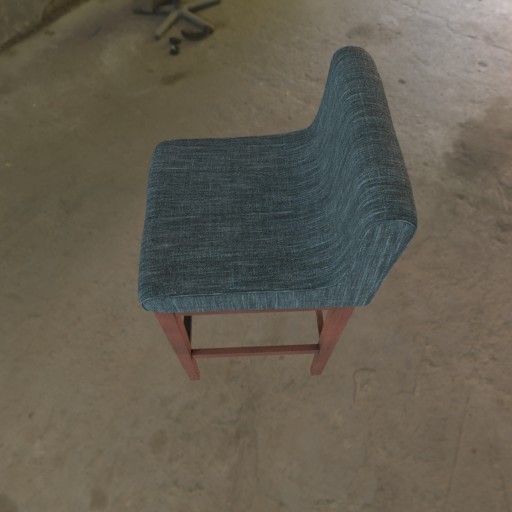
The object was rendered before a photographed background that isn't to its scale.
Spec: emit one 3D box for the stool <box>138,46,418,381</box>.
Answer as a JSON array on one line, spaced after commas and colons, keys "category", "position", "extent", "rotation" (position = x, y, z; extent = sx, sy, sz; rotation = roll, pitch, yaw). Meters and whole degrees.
[{"category": "stool", "position": [0.000, 0.000, 1.056], "extent": [0.459, 0.835, 0.395], "rotation": [-2, 59, -1]}]
